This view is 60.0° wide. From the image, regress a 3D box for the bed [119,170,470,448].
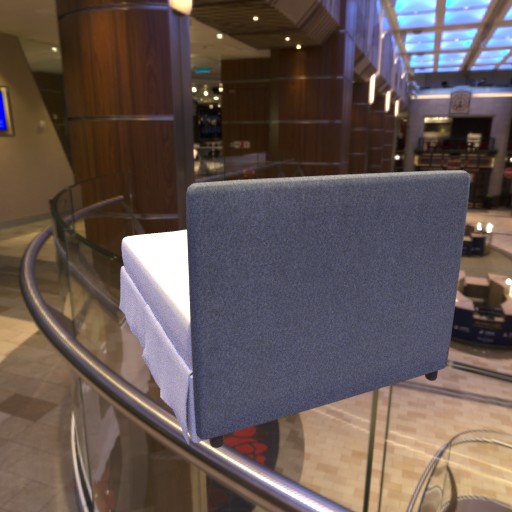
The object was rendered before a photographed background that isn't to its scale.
[{"bbox_3d":[0.000,0.000,3.232,1.723,1.330,2.142,-7,17,-24],"label":"bed"}]
